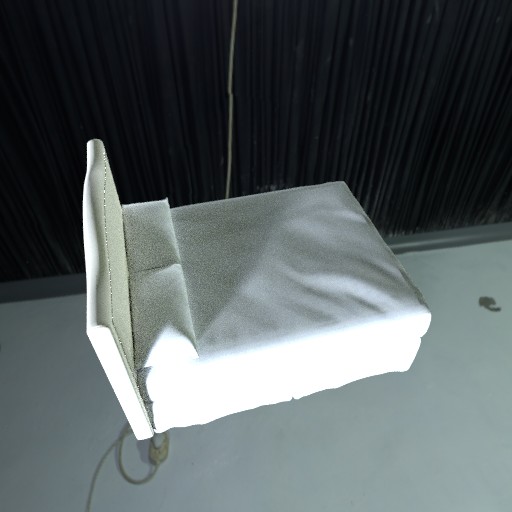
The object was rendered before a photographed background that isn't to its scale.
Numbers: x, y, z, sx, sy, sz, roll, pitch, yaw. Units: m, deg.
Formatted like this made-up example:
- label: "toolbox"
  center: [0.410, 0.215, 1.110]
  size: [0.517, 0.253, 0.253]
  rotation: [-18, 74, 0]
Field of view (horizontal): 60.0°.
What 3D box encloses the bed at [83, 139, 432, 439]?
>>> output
- label: "bed"
  center: [0.000, 0.000, 3.319]
  size: [2.143, 1.460, 1.753]
  rotation: [-11, 47, -10]
